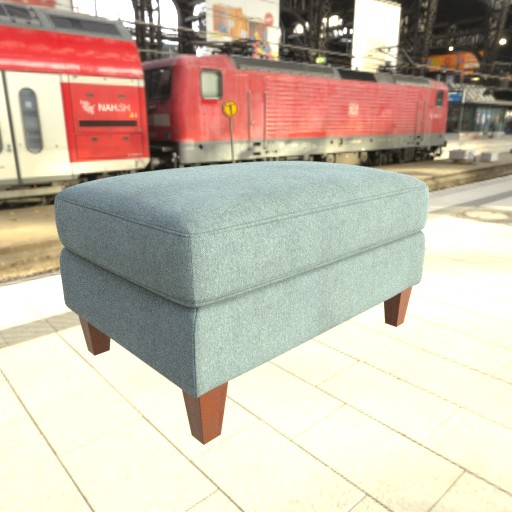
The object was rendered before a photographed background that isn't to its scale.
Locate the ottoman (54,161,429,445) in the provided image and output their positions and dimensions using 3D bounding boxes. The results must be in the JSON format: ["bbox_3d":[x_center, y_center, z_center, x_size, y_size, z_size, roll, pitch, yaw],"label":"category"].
[{"bbox_3d":[0.000,0.000,1.208,0.864,0.483,0.584,-16,23,-42],"label":"ottoman"}]
